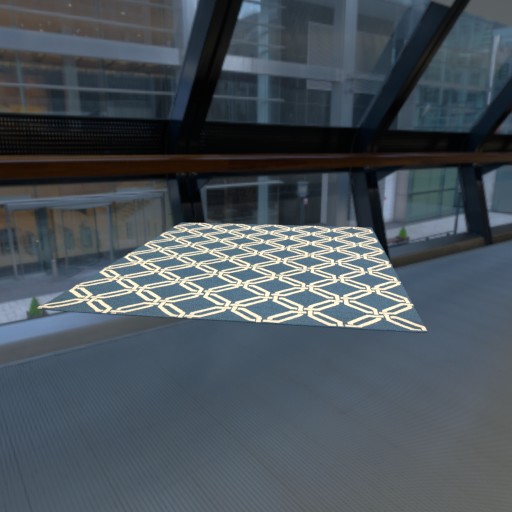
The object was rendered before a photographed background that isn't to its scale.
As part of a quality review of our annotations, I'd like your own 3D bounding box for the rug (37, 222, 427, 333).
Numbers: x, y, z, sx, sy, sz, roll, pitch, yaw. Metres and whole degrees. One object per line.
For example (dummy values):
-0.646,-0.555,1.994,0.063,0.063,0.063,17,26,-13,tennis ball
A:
0.000,0.000,3.883,2.277,0.020,2.867,2,15,8,rug
